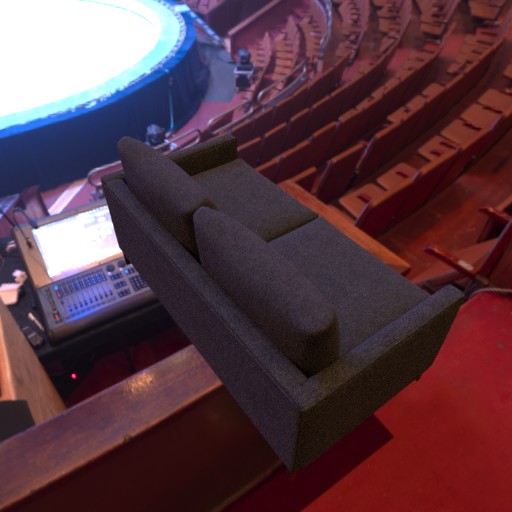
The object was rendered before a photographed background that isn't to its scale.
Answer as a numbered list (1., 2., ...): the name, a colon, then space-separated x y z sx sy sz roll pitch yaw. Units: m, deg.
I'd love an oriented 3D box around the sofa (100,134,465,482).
1. sofa: 0.000 0.000 2.194 0.866 0.862 1.716 -26 48 -26
